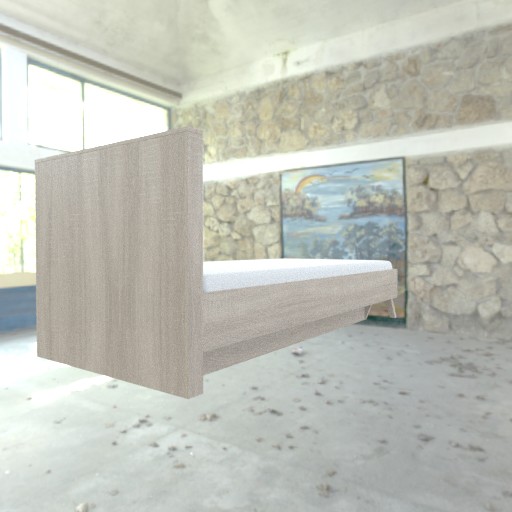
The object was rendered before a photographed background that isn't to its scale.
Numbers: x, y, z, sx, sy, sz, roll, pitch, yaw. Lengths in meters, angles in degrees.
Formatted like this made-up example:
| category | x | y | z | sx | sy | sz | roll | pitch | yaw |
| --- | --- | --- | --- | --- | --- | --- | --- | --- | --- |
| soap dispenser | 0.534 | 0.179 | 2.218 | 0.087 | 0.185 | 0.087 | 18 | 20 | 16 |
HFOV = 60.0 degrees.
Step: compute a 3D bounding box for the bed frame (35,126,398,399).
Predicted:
| category | x | y | z | sx | sy | sz | roll | pitch | yaw |
| --- | --- | --- | --- | --- | --- | --- | --- | --- | --- |
| bed frame | 0.000 | 0.000 | 2.646 | 0.990 | 0.920 | 2.140 | 1 | 2 | 36 |
